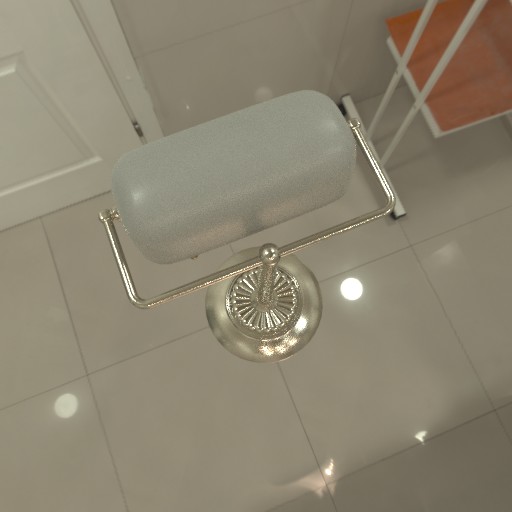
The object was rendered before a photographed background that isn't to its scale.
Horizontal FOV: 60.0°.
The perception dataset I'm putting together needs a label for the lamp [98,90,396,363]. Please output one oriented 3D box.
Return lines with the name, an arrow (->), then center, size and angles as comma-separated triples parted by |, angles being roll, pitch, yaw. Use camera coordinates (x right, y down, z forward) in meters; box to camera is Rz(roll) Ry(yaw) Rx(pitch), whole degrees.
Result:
lamp -> 0.000, 0.000, 0.521 | 0.264, 0.339, 0.243 | -21, 76, -5
